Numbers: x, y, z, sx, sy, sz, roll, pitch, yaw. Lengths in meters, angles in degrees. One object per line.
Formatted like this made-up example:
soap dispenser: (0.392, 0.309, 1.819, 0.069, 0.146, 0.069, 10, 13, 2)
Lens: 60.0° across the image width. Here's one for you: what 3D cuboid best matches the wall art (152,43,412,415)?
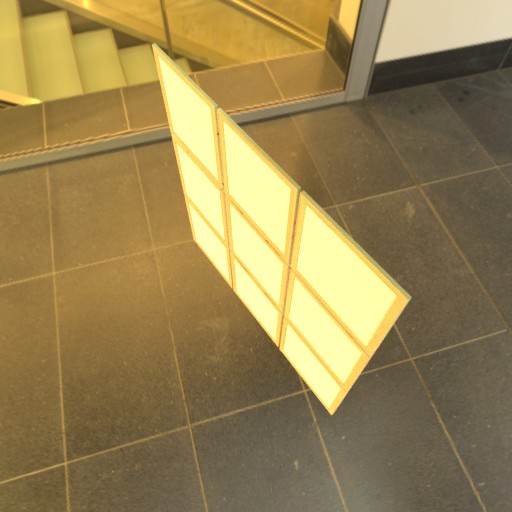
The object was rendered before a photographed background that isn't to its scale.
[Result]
wall art: (0.000, 0.000, 1.802, 0.013, 1.219, 1.214, -32, 63, -18)
